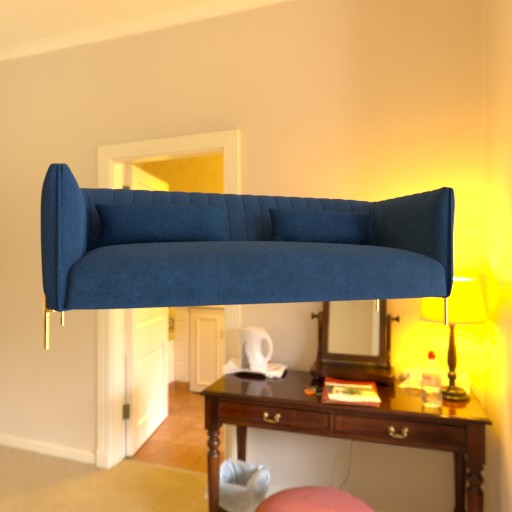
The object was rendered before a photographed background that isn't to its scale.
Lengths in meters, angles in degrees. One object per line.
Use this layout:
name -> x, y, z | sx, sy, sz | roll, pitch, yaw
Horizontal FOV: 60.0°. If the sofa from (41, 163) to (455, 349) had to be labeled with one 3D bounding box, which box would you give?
sofa -> 0.000, 0.000, 2.516 | 2.136, 0.793, 0.896 | 0, 0, -19
